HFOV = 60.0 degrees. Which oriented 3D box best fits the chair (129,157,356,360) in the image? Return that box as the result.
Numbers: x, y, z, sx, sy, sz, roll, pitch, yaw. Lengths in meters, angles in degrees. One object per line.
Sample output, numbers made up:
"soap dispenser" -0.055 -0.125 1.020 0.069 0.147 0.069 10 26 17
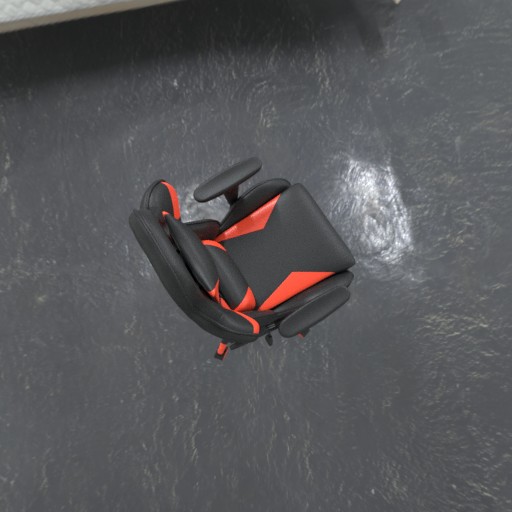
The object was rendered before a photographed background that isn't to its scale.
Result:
"chair" 0.000 0.000 1.684 0.730 1.282 0.695 -31 77 -8
